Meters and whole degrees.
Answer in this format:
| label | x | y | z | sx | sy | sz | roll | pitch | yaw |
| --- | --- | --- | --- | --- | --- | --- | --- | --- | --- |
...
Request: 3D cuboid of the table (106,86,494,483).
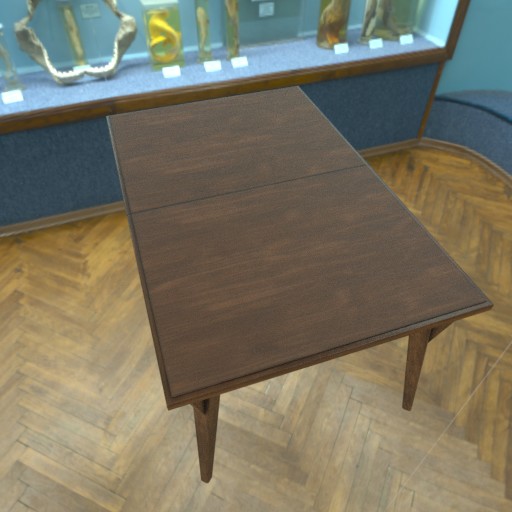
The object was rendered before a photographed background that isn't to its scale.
| label | x | y | z | sx | sy | sz | roll | pitch | yaw |
| --- | --- | --- | --- | --- | --- | --- | --- | --- | --- |
| table | 0.000 | 0.000 | 1.987 | 0.990 | 0.761 | 1.524 | -14 | 48 | -13 |
